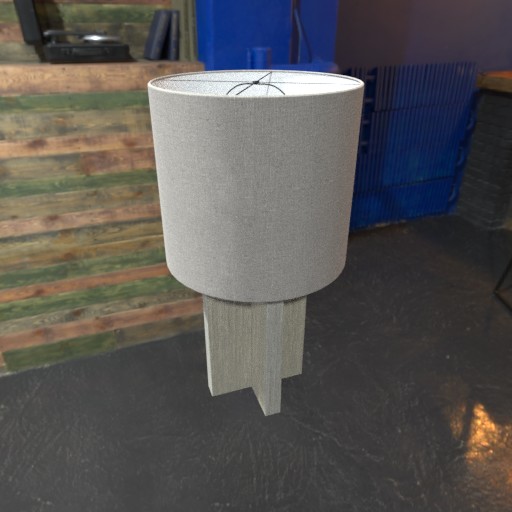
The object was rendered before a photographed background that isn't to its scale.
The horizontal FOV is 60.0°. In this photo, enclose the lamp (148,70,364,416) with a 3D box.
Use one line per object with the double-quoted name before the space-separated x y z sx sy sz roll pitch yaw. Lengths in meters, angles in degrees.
"lamp" 0.000 0.000 0.577 0.229 0.428 0.229 -9 29 -17
